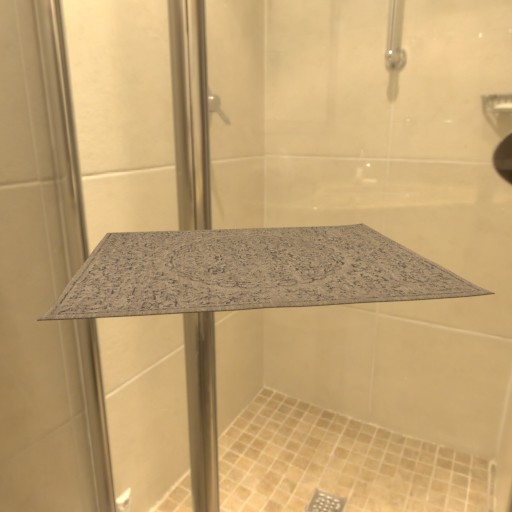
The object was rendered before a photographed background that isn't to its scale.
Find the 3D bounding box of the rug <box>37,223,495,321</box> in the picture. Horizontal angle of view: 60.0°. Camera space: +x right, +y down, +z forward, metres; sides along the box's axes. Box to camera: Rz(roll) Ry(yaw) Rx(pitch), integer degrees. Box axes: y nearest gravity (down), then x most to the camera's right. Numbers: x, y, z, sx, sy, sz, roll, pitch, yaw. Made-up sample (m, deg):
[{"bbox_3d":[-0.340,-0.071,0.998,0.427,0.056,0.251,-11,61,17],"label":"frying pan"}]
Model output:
[{"bbox_3d":[0.000,0.000,3.898,2.925,0.026,2.343,-2,16,-8],"label":"rug"}]
